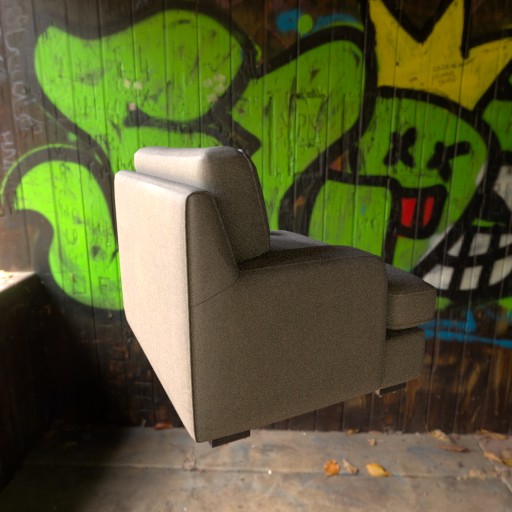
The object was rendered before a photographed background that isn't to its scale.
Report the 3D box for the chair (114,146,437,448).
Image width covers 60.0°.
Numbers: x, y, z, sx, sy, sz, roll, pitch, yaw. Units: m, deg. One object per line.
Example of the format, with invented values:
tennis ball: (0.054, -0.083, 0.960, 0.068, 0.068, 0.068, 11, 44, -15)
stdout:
chair: (0.000, 0.000, 2.027, 1.043, 0.974, 1.270, -7, 15, -25)
